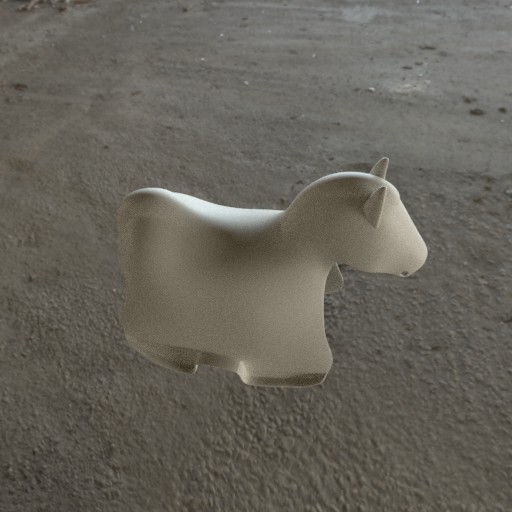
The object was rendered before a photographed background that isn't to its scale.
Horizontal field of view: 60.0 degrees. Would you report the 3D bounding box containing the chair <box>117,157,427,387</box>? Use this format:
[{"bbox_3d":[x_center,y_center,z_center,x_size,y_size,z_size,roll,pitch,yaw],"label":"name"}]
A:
[{"bbox_3d":[0.000,0.000,1.151,0.800,0.612,0.429,10,47,9],"label":"chair"}]
